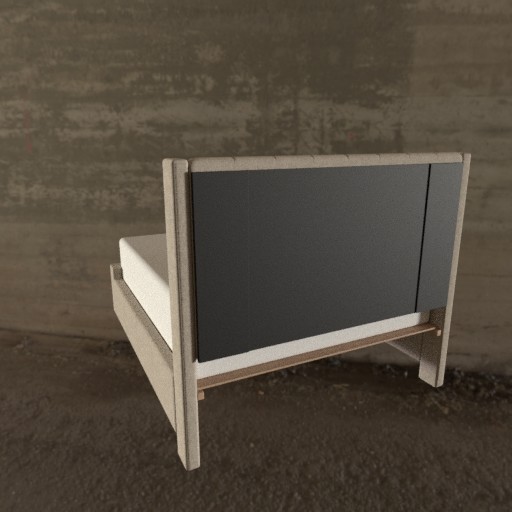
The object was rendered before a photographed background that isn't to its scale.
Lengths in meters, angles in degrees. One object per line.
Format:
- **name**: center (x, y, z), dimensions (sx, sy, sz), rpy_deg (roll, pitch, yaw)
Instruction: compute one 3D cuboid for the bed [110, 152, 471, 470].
- **bed**: center (0.000, 0.000, 3.727), dimensions (2.045, 1.743, 2.370), rpy_deg (-7, 17, -26)
